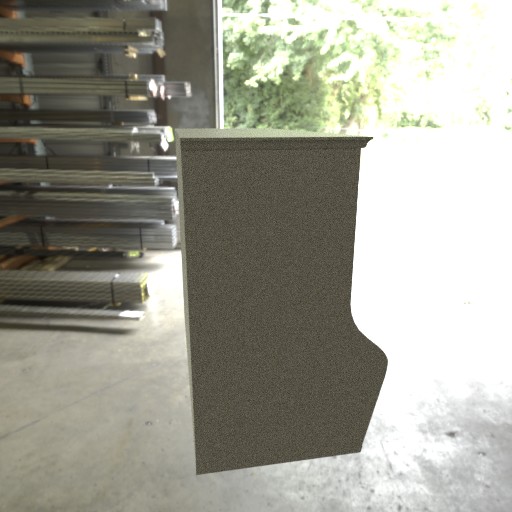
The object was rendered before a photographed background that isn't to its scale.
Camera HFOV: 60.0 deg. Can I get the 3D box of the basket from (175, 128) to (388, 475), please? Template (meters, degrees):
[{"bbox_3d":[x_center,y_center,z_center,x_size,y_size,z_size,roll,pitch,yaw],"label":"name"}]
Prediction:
[{"bbox_3d":[0.000,0.000,1.153,0.376,0.625,0.792,-3,17,-10],"label":"basket"}]
